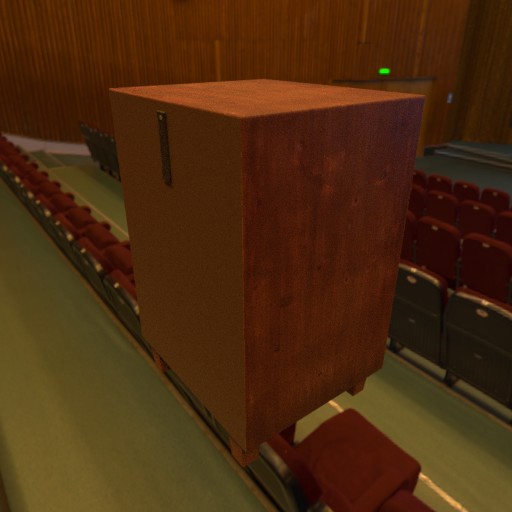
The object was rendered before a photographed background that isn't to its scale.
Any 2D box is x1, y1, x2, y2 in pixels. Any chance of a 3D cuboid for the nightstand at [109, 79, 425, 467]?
[{"bbox_3d":[0.000,0.000,0.995,0.410,0.695,0.465,-18,31,-33],"label":"nightstand"}]
